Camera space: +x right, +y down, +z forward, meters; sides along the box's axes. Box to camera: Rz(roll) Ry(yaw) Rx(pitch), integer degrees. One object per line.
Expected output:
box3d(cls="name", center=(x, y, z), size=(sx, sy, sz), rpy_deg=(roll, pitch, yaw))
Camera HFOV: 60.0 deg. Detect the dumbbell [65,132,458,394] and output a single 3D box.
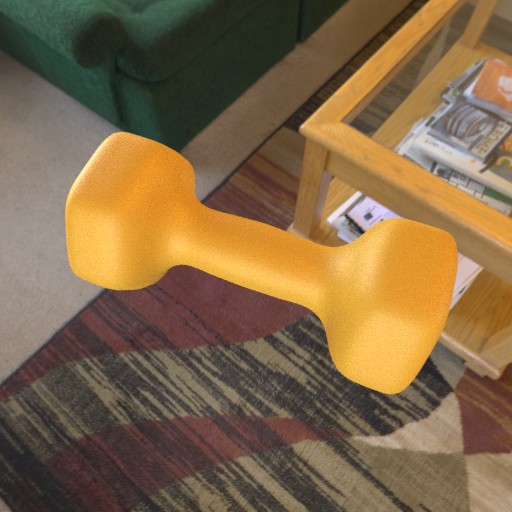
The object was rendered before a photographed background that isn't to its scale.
box3d(cls="dumbbell", center=(0.000, 0.000, 0.234), size=(0.190, 0.082, 0.090), rpy_deg=(19, 64, 10))
